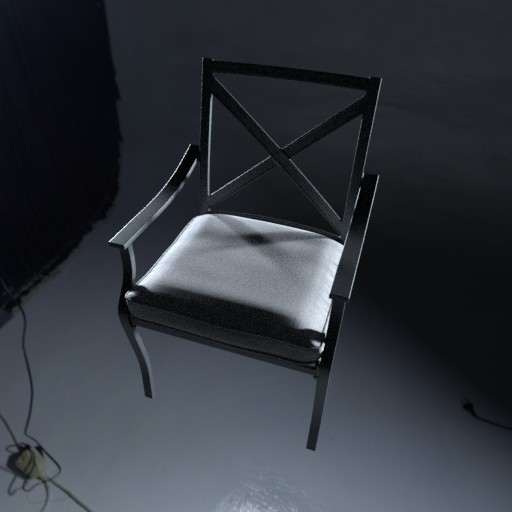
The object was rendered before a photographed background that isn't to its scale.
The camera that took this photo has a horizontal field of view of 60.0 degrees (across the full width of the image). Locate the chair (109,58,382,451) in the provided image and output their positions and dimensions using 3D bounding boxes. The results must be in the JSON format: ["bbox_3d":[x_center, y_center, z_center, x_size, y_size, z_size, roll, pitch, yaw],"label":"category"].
[{"bbox_3d":[0.000,0.000,1.278,0.575,0.889,0.620,13,43,14],"label":"chair"}]
